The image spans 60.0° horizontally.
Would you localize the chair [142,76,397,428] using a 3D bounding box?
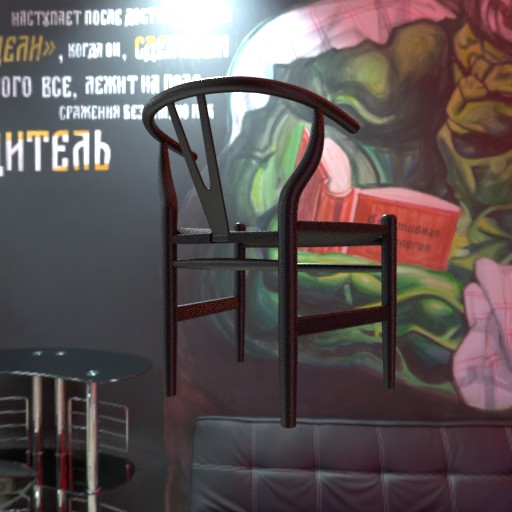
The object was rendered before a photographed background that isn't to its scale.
[{"bbox_3d":[0.000,0.000,1.169,0.569,0.730,0.579,0,0,36],"label":"chair"}]
